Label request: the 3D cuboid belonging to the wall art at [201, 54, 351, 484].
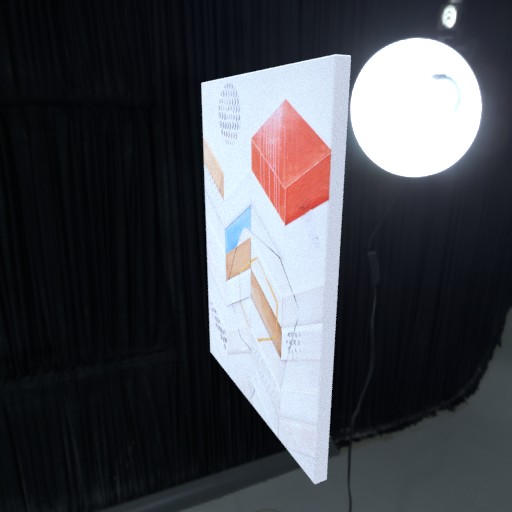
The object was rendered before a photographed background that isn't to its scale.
[{"bbox_3d":[0.000,0.000,1.591,0.046,1.221,0.914,-8,19,-25],"label":"wall art"}]
